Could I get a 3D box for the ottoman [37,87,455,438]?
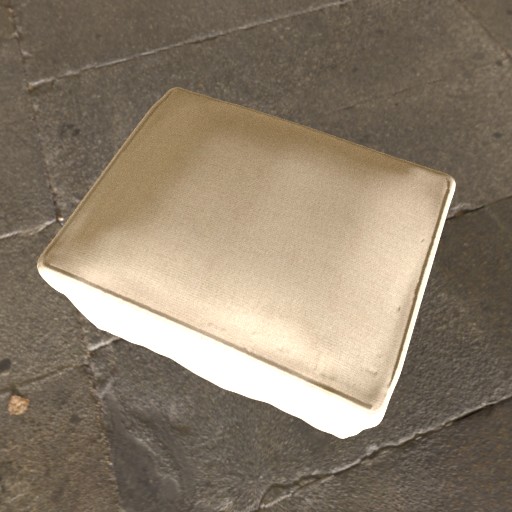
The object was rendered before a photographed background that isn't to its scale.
[{"bbox_3d":[0.000,0.000,1.218,0.833,0.485,0.650,21,65,11],"label":"ottoman"}]
